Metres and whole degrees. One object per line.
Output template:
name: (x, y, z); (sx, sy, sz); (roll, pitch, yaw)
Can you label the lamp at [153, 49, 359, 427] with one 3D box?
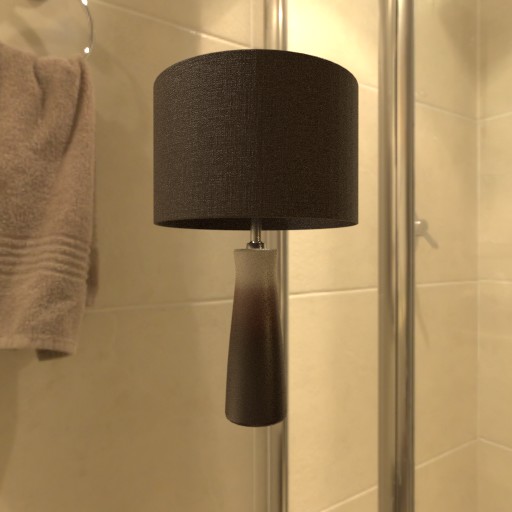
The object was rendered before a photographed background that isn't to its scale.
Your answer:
lamp: (0.000, 0.000, 0.672); (0.303, 0.488, 0.303); (0, 0, 0)
